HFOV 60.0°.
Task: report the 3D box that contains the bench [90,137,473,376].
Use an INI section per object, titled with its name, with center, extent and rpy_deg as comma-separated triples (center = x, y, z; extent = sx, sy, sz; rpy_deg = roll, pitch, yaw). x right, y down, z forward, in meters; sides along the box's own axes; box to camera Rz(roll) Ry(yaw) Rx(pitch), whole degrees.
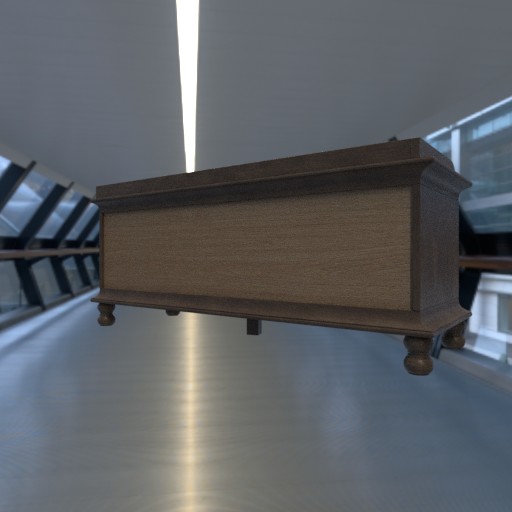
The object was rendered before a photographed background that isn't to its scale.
[bench]
center = 0.000, 0.000, 1.409
extent = 1.185, 0.501, 0.402
rpy_deg = 0, 0, 36
